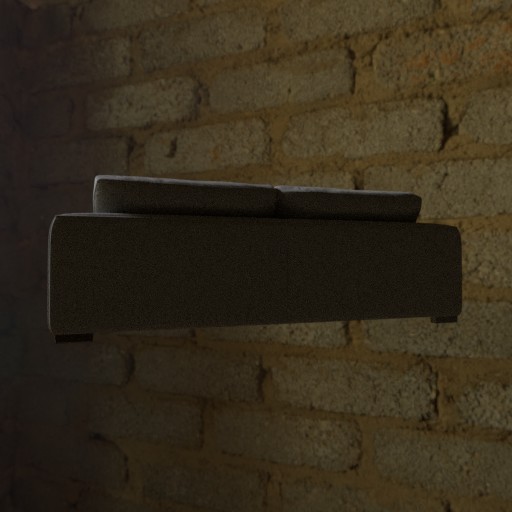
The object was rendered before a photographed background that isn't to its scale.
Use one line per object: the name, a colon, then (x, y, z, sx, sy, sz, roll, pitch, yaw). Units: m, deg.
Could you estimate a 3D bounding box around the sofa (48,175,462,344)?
sofa: (0.000, 0.000, 2.781, 2.262, 0.801, 1.070, 0, 0, -18)
